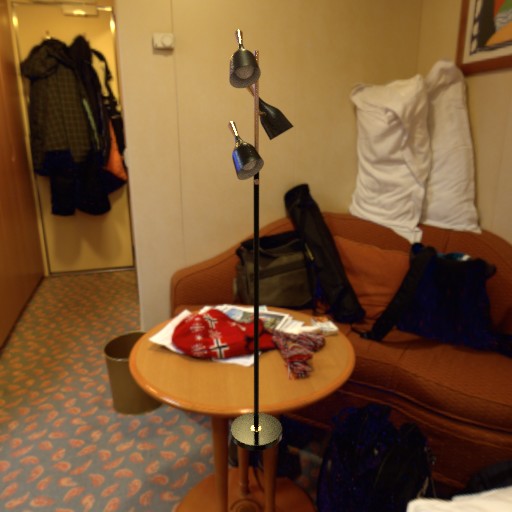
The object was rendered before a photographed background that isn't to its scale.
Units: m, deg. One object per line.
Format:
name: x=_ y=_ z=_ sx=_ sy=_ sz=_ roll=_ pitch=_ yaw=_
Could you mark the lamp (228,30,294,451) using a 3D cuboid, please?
lamp: x=0.000 y=0.000 z=1.907 sx=0.253 sy=1.778 sz=0.434 roll=8 pitch=17 yaw=27
